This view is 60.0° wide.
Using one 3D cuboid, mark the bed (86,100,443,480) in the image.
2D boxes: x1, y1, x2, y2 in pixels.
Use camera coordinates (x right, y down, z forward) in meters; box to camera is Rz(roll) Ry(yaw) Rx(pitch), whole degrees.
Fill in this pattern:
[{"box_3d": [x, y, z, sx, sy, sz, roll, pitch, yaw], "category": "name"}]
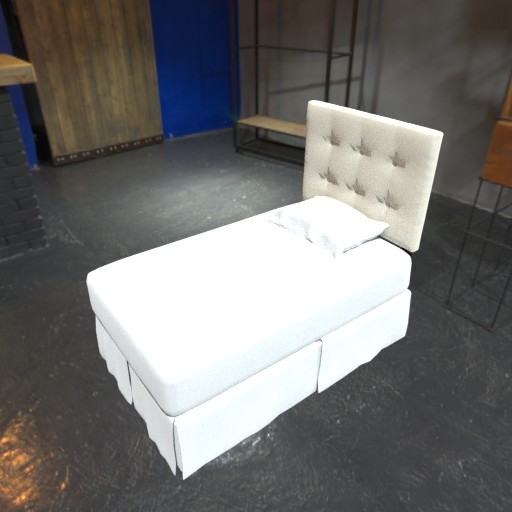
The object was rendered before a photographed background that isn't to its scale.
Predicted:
[{"box_3d": [0.000, 0.000, 2.931, 1.997, 1.571, 1.261, -21, 37, -31], "category": "bed"}]
